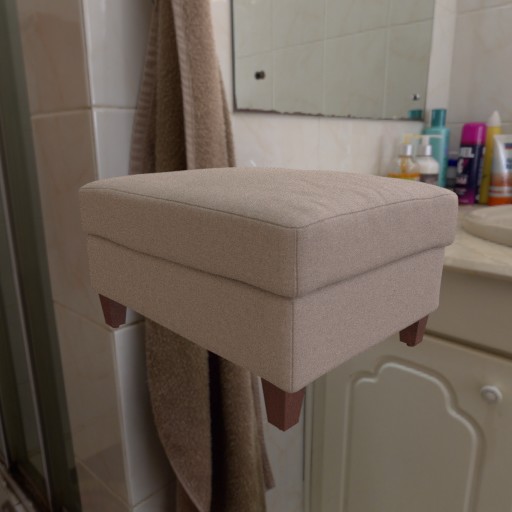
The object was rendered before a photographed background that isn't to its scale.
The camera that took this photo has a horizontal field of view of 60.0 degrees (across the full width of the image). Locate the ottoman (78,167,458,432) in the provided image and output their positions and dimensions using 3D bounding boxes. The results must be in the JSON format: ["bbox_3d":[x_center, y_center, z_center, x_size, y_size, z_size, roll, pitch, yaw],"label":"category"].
[{"bbox_3d":[0.000,0.000,1.313,0.692,0.511,0.902,-14,20,-43],"label":"ottoman"}]
